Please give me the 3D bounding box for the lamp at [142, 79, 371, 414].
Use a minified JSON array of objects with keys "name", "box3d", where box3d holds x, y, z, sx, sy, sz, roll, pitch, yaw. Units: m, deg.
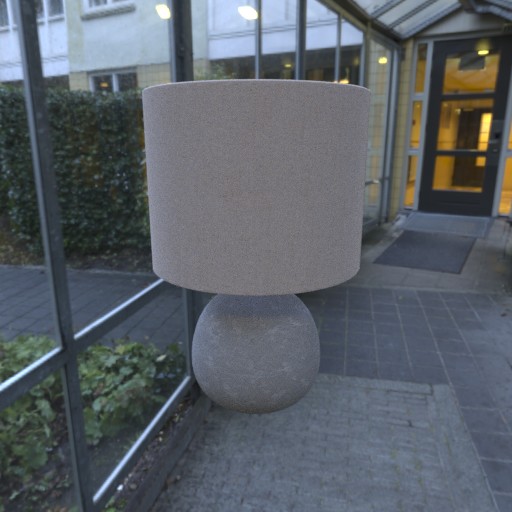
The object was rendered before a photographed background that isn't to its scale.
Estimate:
[{"name":"lamp","box3d":[0.000,0.000,0.590,0.269,0.409,0.269,7,16,25]}]
